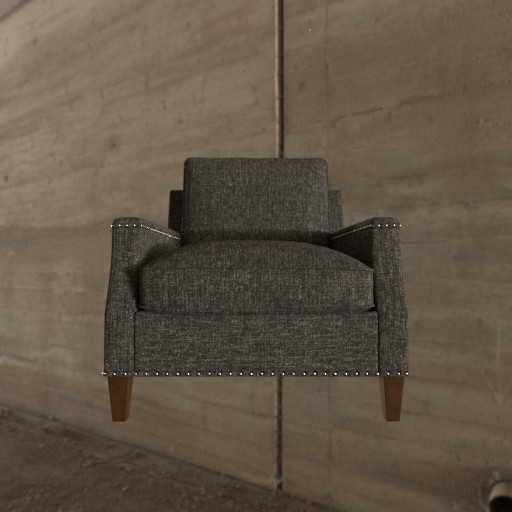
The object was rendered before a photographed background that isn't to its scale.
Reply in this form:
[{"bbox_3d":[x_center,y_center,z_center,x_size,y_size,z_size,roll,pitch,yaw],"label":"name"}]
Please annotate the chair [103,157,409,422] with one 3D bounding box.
[{"bbox_3d":[0.000,0.000,1.700,0.853,0.943,1.014,0,-1,0],"label":"chair"}]
